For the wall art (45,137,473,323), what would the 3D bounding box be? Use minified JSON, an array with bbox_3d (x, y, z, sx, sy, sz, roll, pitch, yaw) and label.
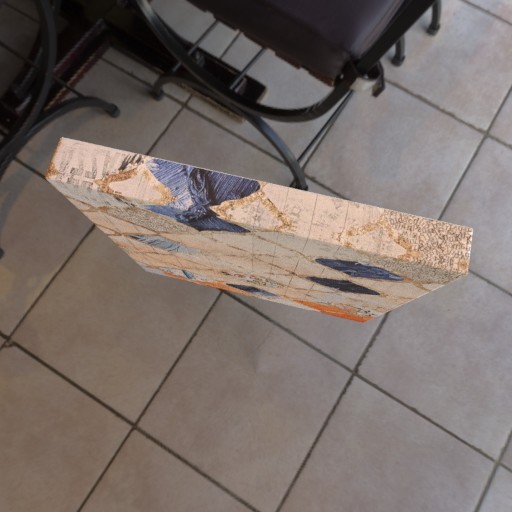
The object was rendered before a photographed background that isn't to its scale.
[{"bbox_3d":[0.000,0.000,0.458,0.303,0.304,0.036,13,76,3],"label":"wall art"}]
